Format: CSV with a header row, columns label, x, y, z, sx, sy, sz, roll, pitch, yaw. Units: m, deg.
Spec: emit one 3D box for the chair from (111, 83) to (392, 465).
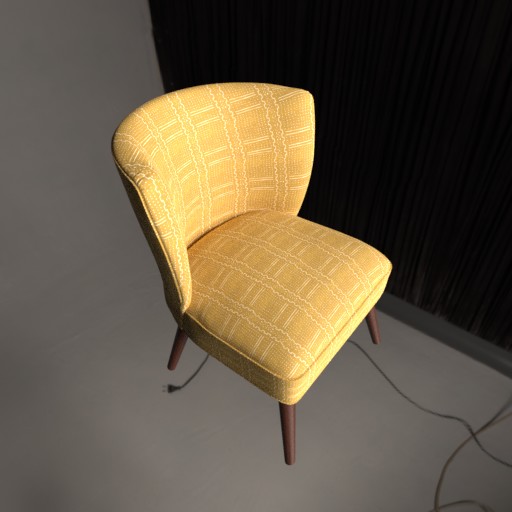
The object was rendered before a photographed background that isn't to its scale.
label,x,y,z,sx,sy,sz,roll,pitch,yaw
chair,0.000,0.000,1.416,0.758,0.866,0.706,27,47,28
